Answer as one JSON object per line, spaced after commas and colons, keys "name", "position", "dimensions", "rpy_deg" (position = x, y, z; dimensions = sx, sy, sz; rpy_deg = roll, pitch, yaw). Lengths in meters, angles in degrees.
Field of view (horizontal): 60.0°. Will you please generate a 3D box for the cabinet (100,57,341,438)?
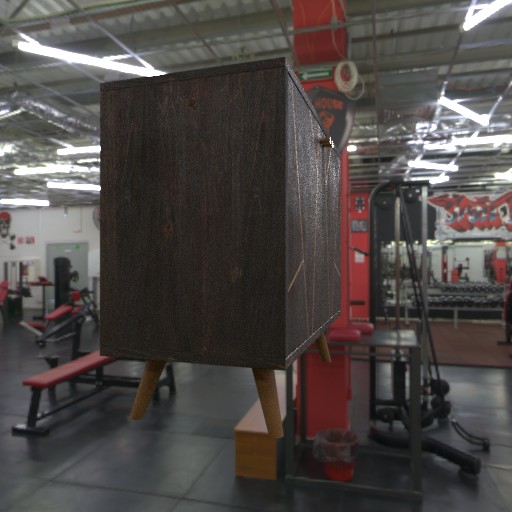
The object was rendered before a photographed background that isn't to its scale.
{"name": "cabinet", "position": [0.000, 0.000, 1.557], "dimensions": [0.529, 0.897, 1.023], "rpy_deg": [0, 0, 18]}
